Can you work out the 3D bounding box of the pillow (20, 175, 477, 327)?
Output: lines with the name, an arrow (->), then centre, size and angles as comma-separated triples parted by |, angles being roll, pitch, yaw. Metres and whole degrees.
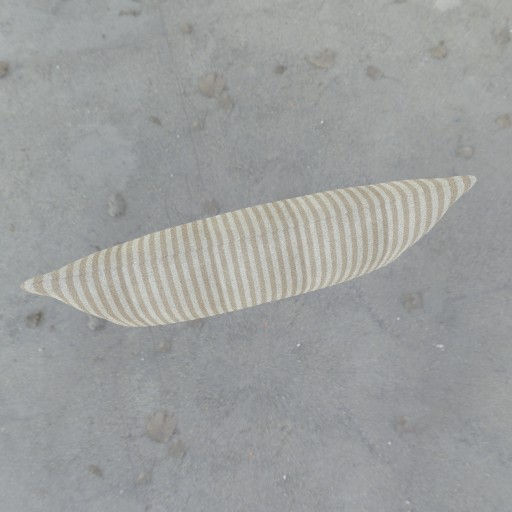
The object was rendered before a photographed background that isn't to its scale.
pillow -> 0.000, 0.000, 0.720 | 0.617, 0.295, 0.151 | -14, 76, -3
